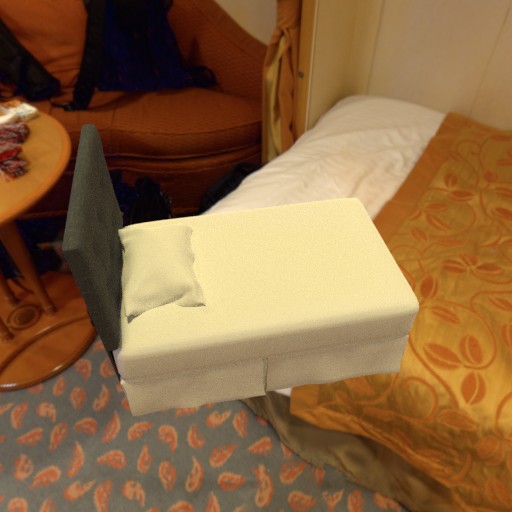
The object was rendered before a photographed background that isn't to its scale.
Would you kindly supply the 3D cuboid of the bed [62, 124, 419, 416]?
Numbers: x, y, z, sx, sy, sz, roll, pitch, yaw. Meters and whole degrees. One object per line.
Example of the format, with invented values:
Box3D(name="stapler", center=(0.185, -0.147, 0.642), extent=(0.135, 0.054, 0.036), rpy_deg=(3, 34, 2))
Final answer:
Box3D(name="bed", center=(0.000, 0.000, 3.020), extent=(1.997, 1.571, 1.261), rpy_deg=(-8, 46, -8))
